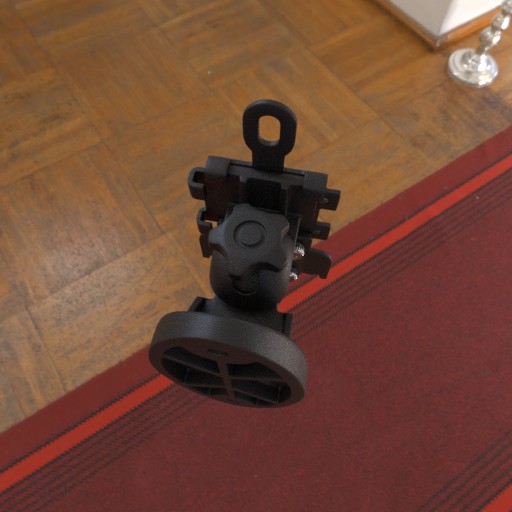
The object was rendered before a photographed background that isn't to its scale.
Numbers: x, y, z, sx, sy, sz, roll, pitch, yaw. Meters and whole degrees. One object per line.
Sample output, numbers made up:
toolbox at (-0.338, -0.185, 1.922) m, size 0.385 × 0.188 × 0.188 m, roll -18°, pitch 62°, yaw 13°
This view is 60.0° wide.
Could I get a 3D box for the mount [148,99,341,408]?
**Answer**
mount at (0.000, 0.000, 0.174) m, size 0.066 × 0.118 × 0.100 m, roll 10°, pitch 64°, yaw 5°
